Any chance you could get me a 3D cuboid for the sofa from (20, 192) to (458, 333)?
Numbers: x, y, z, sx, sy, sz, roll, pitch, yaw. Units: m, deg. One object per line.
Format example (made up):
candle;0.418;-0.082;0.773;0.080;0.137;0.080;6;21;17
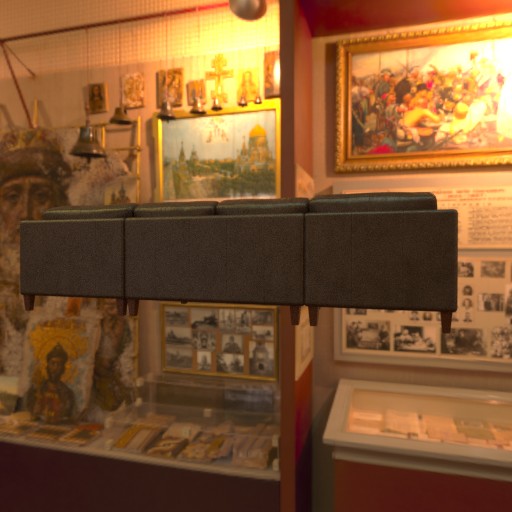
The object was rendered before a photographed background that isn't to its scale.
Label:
sofa;0.000;0.000;4.300;3.324;0.891;2.452;0;1;18
